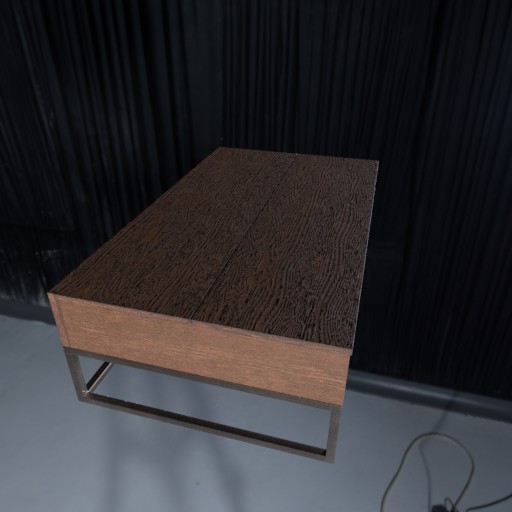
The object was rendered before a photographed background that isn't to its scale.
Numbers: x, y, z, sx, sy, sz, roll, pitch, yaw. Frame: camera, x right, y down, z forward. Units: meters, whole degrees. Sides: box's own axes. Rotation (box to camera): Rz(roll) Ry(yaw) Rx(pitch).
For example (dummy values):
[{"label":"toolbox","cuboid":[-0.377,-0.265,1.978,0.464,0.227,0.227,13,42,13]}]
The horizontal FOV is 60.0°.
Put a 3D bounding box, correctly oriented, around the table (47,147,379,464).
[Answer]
[{"label":"table","cuboid":[0.000,0.000,1.517,0.719,0.361,1.167,8,32,14]}]
